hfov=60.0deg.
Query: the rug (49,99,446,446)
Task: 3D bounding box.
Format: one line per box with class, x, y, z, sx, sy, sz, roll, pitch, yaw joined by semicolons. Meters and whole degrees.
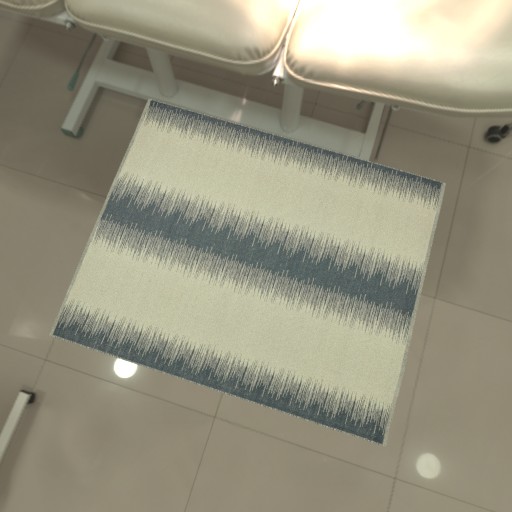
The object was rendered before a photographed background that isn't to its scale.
rug;0.000;0.000;4.048;3.037;0.004;2.453;17;77;4
